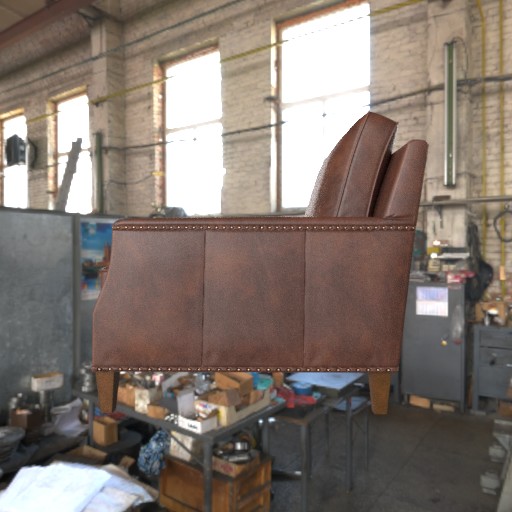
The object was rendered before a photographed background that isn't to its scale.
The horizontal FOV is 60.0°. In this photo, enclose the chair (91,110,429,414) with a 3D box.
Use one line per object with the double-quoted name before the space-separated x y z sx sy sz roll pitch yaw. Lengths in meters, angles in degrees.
"chair" 0.000 0.000 1.706 1.014 0.929 0.853 0 0 1
